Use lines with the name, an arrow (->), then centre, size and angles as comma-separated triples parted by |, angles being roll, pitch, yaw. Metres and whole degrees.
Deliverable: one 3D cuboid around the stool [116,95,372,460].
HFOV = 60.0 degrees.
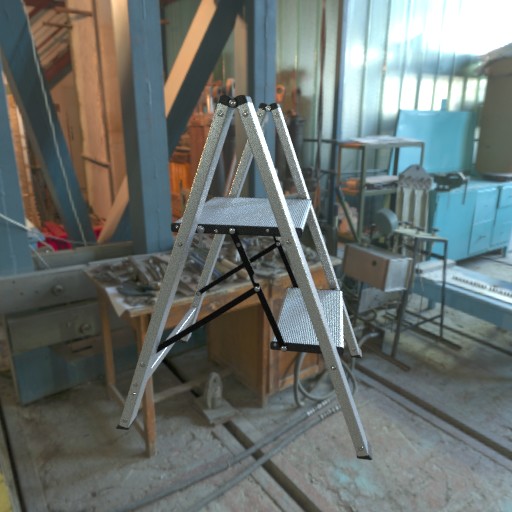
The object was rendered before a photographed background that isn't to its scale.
stool -> 0.000, 0.000, 1.009 | 0.535, 0.670, 0.440 | 3, 17, 9
